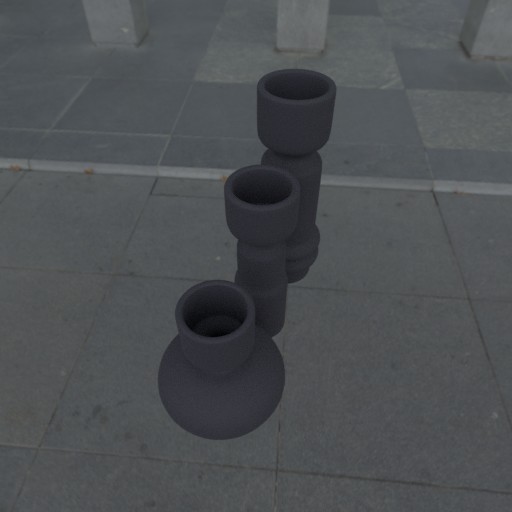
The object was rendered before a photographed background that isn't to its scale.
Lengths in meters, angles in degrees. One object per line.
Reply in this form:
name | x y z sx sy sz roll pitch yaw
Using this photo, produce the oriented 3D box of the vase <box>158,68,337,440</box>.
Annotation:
vase | 0.000 0.000 0.432 0.120 0.249 0.307 15 47 14
